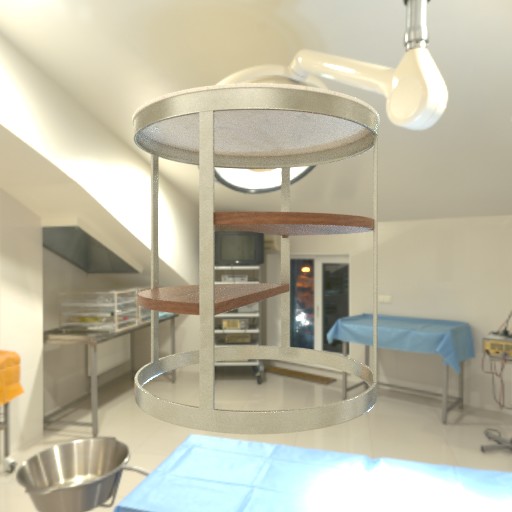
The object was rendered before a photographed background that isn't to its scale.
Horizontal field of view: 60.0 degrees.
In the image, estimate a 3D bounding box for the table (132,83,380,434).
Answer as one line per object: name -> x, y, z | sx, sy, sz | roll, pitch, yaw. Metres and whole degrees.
table -> 0.000, 0.000, 0.759 | 0.407, 0.447, 0.407 | 0, 0, 0
